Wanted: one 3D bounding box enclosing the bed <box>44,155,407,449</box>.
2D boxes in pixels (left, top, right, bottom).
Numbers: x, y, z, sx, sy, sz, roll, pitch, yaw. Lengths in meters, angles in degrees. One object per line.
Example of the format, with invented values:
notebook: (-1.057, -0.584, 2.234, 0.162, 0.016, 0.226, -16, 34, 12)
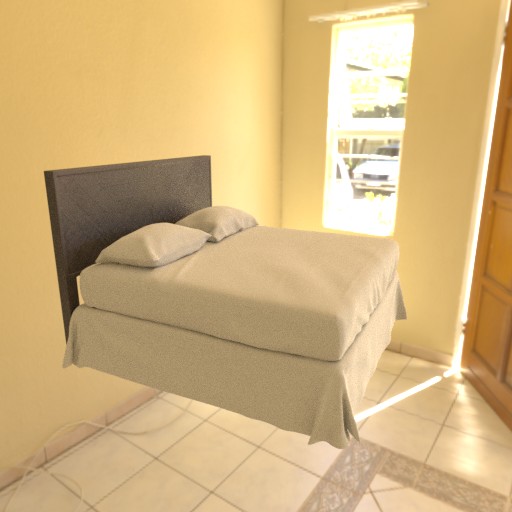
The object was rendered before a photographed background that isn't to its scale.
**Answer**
bed: (0.000, 0.000, 2.860, 1.785, 1.142, 1.772, 8, 18, 25)
